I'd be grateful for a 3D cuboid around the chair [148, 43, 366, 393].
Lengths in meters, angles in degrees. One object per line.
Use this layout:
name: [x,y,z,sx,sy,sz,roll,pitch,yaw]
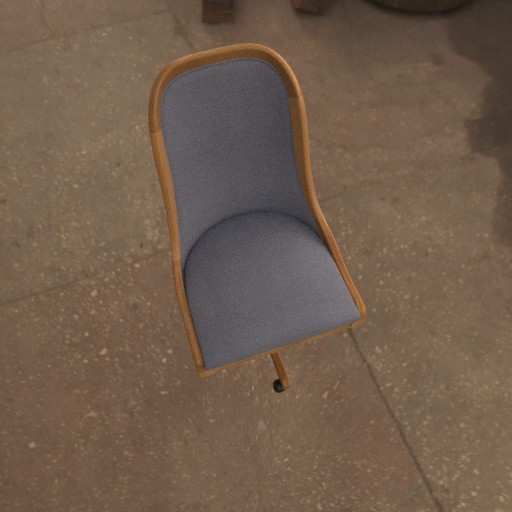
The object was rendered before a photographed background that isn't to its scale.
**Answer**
chair: [0.000,0.000,1.461,0.605,1.031,0.735,-17,64,-8]
